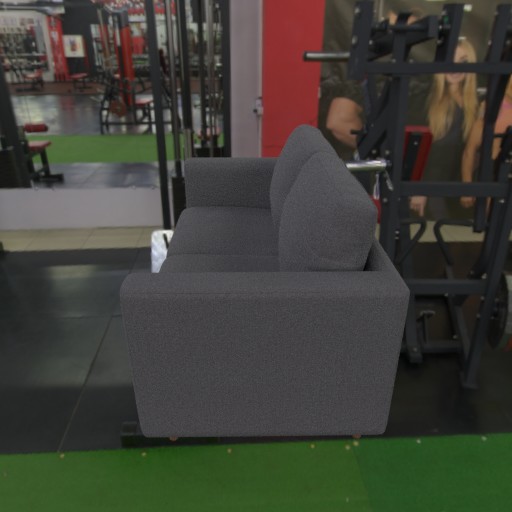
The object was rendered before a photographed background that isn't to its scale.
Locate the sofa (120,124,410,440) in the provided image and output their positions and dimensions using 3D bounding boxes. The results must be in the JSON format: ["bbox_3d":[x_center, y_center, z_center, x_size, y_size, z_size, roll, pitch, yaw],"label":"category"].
[{"bbox_3d":[0.000,0.000,1.886,0.796,0.908,1.430,0,26,-1],"label":"sofa"}]
